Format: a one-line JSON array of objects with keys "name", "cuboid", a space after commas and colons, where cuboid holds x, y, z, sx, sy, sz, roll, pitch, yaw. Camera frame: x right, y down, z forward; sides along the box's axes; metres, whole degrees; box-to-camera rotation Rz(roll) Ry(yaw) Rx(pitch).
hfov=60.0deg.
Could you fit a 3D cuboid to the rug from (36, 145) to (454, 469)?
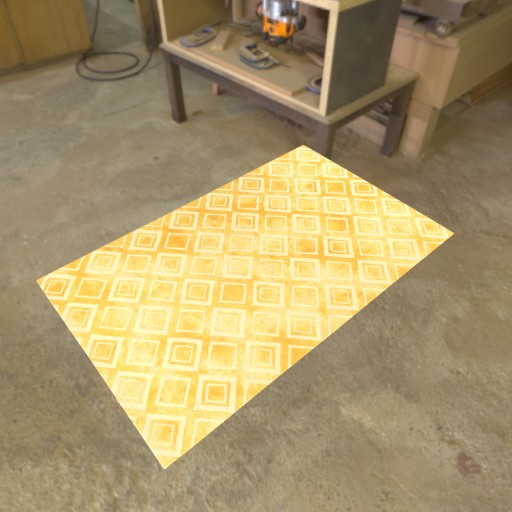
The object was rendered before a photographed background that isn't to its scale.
[{"name": "rug", "cuboid": [0.000, 0.000, 2.989, 2.424, 0.010, 1.511, -32, 54, -27]}]
